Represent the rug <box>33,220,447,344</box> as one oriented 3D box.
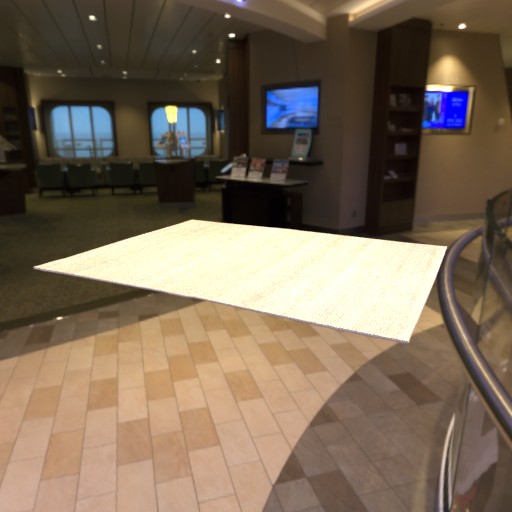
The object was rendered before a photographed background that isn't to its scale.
[{"bbox_3d":[0.000,0.000,4.298,3.245,0.046,2.467,8,17,26],"label":"rug"}]
